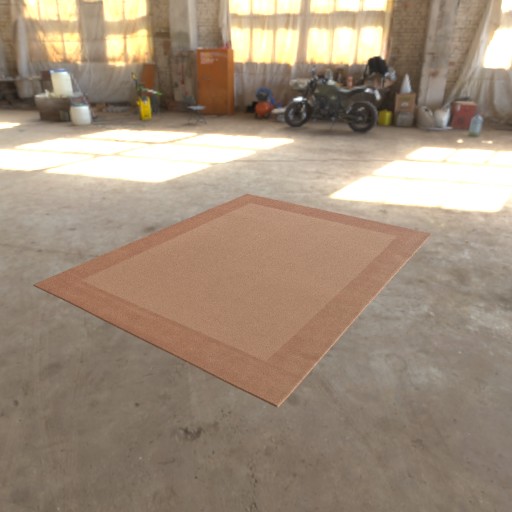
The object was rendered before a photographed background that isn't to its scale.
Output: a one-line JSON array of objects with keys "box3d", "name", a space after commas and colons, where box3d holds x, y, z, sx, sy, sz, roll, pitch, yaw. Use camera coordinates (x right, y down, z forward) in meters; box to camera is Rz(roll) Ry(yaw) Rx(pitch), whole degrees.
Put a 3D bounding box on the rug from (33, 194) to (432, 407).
[{"box3d": [0.000, 0.000, 4.210, 2.431, 0.021, 3.057, 17, 30, 31], "name": "rug"}]
